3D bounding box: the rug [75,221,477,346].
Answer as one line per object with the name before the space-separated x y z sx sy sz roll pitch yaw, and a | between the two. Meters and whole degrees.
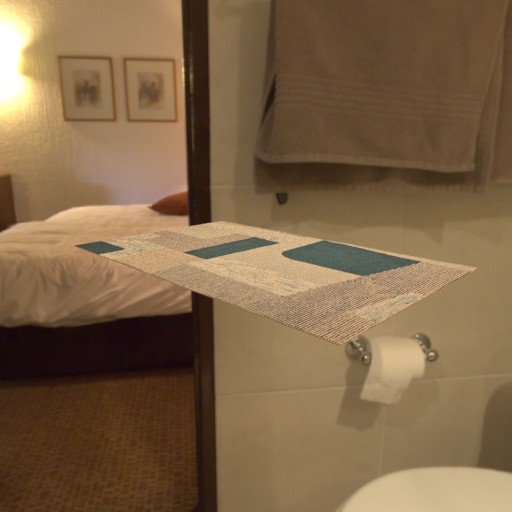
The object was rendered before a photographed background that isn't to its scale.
rug | 0.000 0.000 3.107 2.436 0.015 1.521 14 20 43
